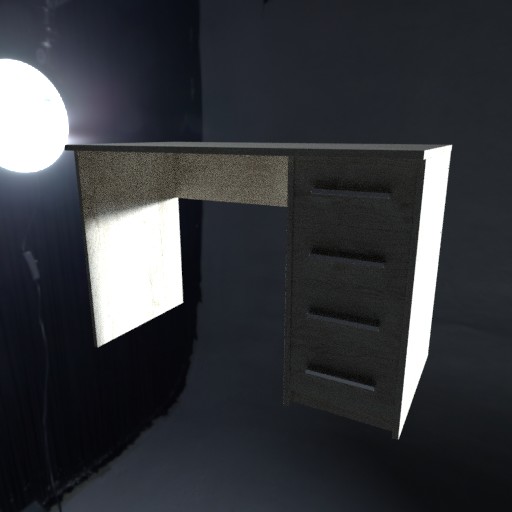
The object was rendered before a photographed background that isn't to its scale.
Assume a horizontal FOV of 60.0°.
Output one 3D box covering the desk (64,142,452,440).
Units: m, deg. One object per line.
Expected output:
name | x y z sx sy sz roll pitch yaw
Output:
desk | 0.000 0.000 1.499 1.096 0.730 0.560 8 17 27
